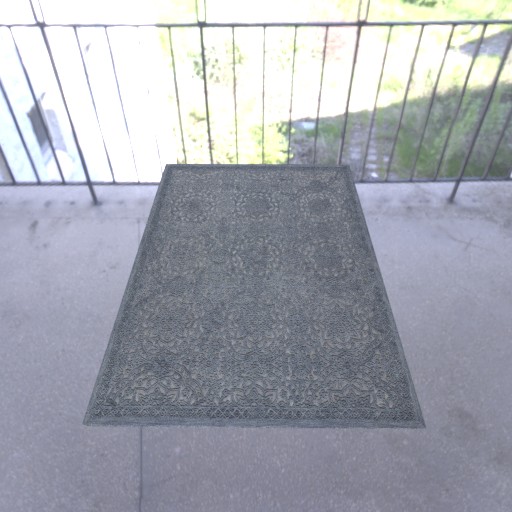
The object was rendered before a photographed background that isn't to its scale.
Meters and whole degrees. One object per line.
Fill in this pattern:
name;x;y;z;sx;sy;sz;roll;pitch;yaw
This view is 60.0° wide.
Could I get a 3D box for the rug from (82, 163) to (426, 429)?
rug;0.000;0.000;2.238;1.208;0.012;1.819;0;41;0
